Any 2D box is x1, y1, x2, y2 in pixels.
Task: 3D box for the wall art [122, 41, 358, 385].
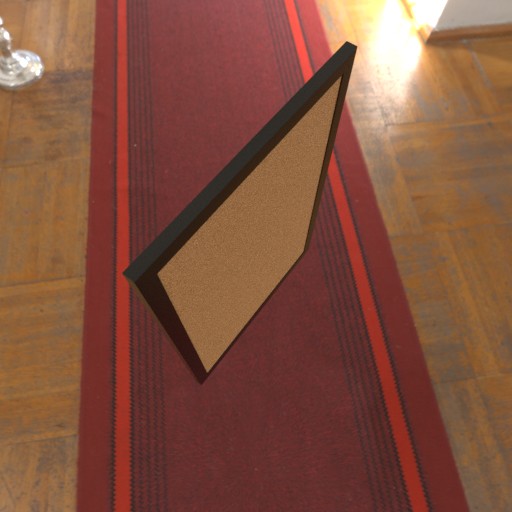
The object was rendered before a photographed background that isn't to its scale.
[{"bbox_3d":[0.000,0.000,0.565,0.013,0.432,0.304,34,69,15],"label":"wall art"}]
